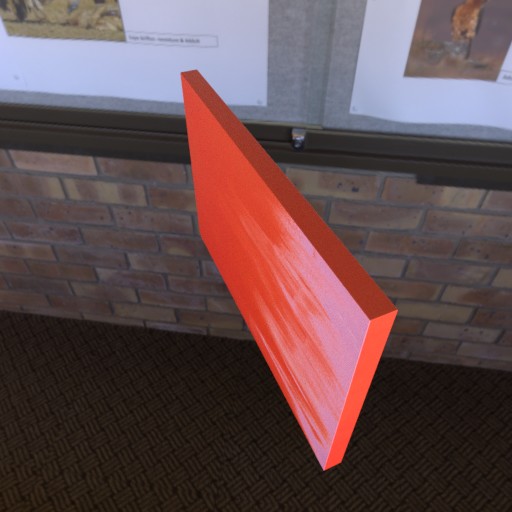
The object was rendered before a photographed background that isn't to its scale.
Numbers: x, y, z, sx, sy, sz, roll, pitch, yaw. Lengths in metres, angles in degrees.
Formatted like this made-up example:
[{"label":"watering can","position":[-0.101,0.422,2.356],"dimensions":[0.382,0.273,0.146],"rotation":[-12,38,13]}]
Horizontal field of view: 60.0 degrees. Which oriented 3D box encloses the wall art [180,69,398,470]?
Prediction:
[{"label":"wall art","position":[0.000,0.000,0.764],"dimensions":[0.033,0.405,0.607],"rotation":[-18,48,-17]}]
